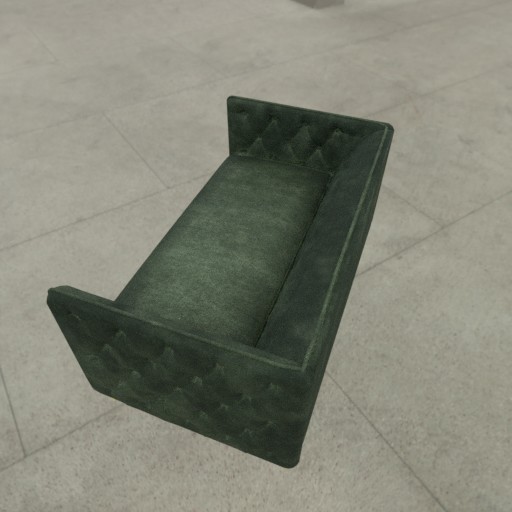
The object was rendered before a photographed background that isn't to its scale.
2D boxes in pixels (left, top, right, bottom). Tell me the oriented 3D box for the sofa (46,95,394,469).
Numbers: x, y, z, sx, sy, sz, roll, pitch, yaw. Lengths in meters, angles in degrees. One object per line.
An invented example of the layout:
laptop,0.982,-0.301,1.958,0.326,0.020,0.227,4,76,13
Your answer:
sofa,0.000,0.000,2.039,0.895,0.768,1.537,15,47,15
